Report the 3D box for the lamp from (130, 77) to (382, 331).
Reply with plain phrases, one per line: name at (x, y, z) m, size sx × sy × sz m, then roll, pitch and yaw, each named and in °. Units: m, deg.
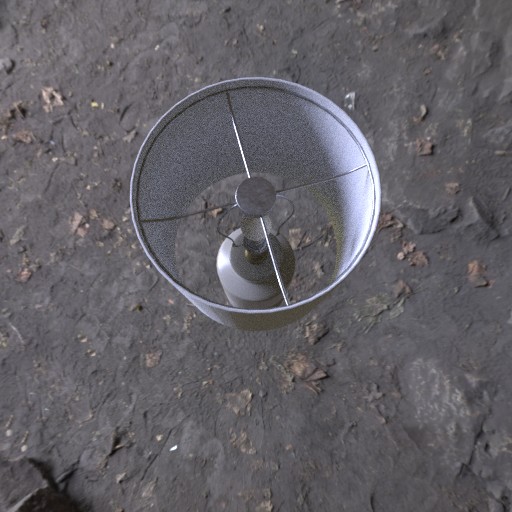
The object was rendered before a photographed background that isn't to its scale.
lamp at (0.000, 0.000, 0.612) m, size 0.212 × 0.493 × 0.212 m, roll -15°, pitch 77°, yaw -4°
